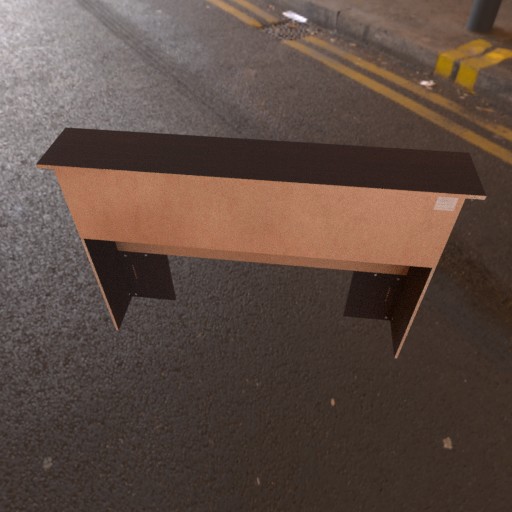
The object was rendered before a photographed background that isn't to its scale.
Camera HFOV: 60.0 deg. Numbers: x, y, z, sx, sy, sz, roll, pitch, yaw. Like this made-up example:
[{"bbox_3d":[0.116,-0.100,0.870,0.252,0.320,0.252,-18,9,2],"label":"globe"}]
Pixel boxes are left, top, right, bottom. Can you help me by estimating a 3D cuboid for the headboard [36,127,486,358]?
[{"bbox_3d":[0.000,0.000,2.120,1.671,1.092,0.279,5,46,5],"label":"headboard"}]
